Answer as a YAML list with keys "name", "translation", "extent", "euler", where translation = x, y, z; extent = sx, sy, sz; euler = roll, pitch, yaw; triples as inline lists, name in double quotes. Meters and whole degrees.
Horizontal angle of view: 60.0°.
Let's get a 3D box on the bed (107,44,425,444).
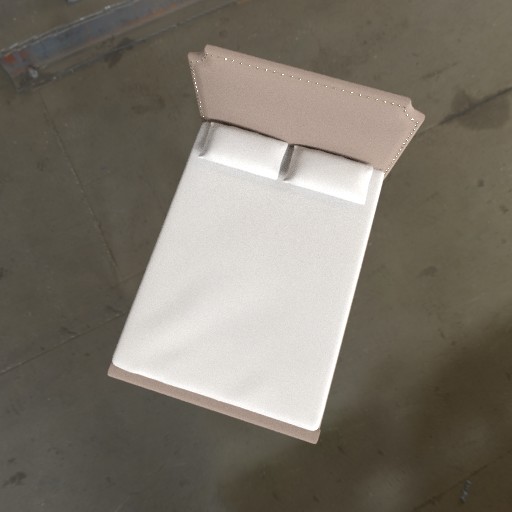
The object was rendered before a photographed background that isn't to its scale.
- name: "bed"
  translation: [0.000, 0.000, 3.381]
  extent: [1.713, 1.443, 2.372]
  euler: [17, 76, 4]
